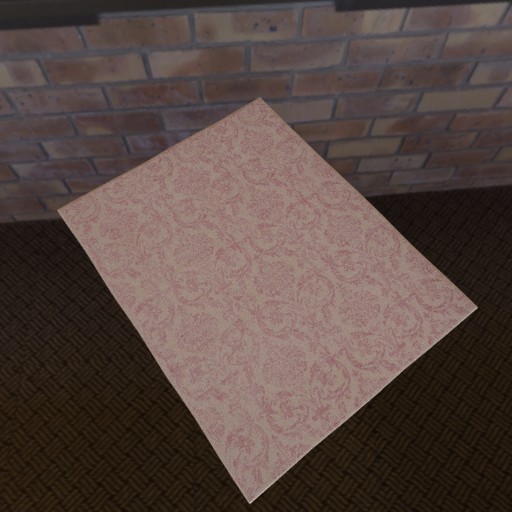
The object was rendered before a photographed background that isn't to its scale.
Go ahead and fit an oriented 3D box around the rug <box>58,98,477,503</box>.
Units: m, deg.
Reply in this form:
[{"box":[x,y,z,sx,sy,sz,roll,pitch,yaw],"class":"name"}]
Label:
[{"box":[0.000,0.000,3.892,2.363,0.012,2.980,-34,68,-16],"class":"rug"}]
